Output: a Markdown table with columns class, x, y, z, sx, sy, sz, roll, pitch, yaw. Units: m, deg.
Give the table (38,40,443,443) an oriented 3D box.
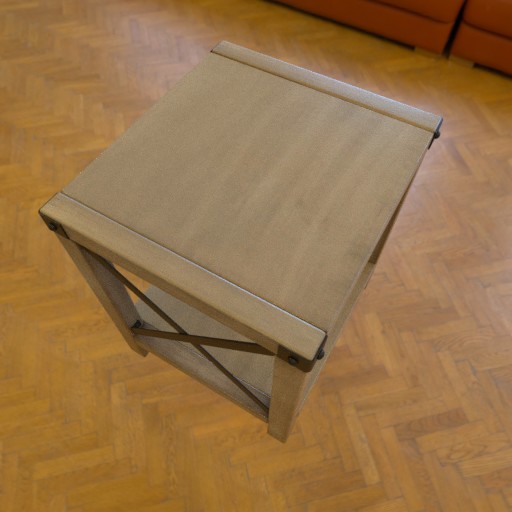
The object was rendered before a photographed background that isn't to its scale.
| class | x | y | z | sx | sy | sz | roll | pitch | yaw |
| --- | --- | --- | --- | --- | --- | --- | --- | --- | --- |
| table | 0.000 | 0.000 | 0.929 | 0.459 | 0.561 | 0.510 | 26 | 61 | 16 |
